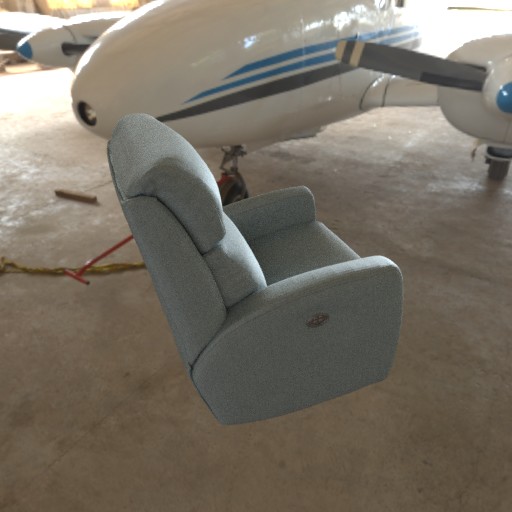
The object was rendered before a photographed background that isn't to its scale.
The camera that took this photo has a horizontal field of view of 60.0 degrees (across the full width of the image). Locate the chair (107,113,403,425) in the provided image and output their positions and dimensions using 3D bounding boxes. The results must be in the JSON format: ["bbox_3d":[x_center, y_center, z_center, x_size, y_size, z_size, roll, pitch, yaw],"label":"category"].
[{"bbox_3d":[0.000,0.000,1.686,0.940,1.016,0.794,-11,33,-17],"label":"chair"}]
